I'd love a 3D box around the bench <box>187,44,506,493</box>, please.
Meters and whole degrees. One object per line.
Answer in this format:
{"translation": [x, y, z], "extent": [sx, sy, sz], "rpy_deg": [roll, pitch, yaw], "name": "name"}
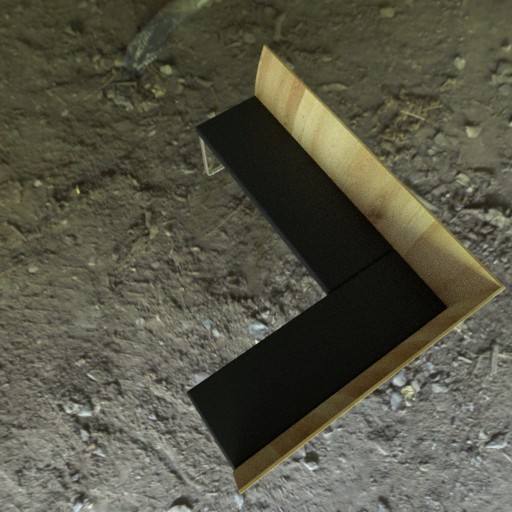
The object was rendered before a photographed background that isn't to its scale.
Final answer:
{"translation": [0.000, 0.000, 2.649], "extent": [1.495, 0.930, 1.945], "rpy_deg": [-32, 70, -14], "name": "bench"}
